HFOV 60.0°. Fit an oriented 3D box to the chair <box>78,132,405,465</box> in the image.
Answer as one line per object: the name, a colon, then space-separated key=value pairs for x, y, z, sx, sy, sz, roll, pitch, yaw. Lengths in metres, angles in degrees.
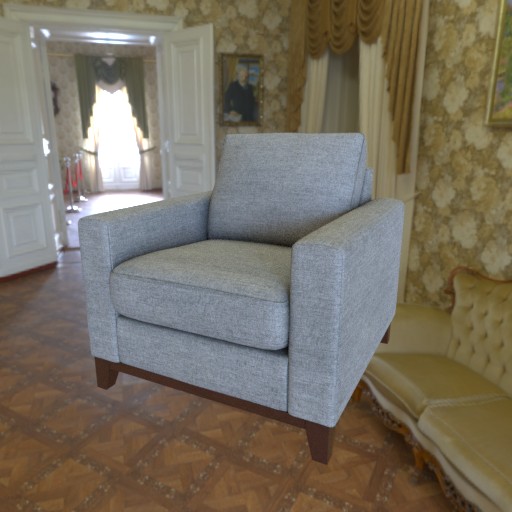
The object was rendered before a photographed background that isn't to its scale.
chair: x=0.000 y=0.000 z=1.876 sx=1.024 sy=1.010 sz=1.038 roll=8 pitch=17 yaw=26
